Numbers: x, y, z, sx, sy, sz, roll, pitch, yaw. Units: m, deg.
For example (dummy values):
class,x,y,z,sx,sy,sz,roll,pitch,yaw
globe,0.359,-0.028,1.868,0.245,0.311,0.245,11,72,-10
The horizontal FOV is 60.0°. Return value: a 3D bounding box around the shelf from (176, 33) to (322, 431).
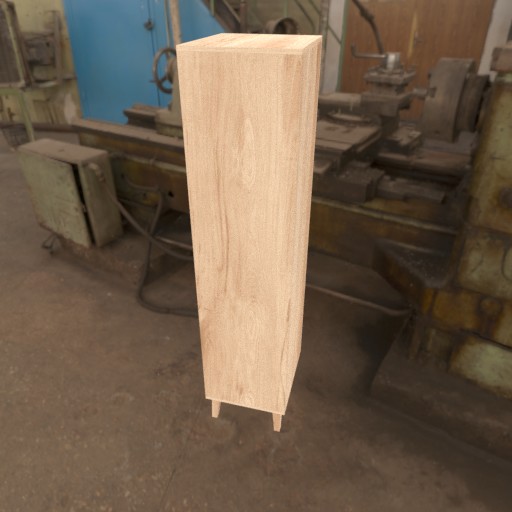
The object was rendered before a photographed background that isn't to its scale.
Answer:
class,x,y,z,sx,sy,sz,roll,pitch,yaw
shelf,0.000,0.000,2.228,0.450,1.960,0.510,8,32,13
